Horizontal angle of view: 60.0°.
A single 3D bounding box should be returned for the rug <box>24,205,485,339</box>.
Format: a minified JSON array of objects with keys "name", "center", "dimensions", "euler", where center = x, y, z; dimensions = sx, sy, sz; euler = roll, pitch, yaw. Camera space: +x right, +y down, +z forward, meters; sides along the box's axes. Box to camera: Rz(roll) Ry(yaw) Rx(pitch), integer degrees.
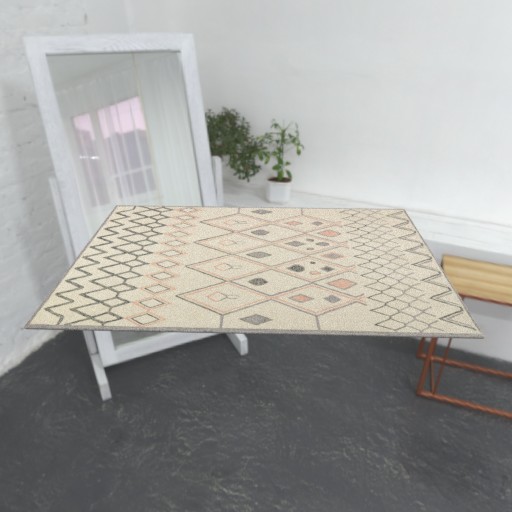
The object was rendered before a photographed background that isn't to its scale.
[{"name":"rug","center":[0.000,0.000,2.282],"dimensions":[1.829,0.016,1.219],"euler":[1,30,2]}]
